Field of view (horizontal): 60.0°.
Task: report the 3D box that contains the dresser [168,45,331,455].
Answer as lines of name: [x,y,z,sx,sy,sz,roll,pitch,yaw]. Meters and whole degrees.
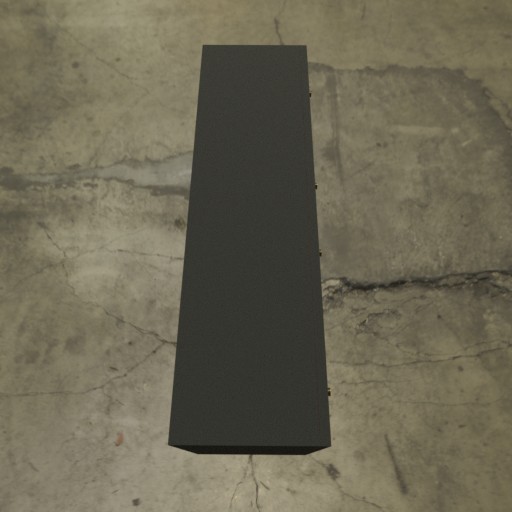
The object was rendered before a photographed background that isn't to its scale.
dresser: [0.000,0.000,1.922,0.463,0.872,1.558,0,64,0]
